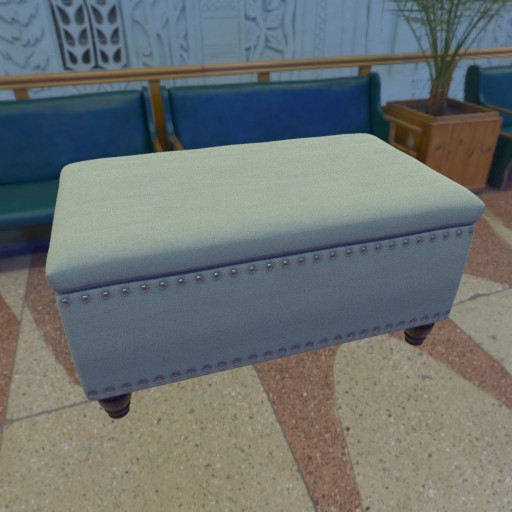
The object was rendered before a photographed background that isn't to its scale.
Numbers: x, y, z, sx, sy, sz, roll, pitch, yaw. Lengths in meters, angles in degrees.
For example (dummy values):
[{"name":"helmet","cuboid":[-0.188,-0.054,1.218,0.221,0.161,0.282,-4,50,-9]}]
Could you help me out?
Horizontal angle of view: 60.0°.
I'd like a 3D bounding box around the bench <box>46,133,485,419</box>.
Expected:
[{"name":"bench","cuboid":[0.000,0.000,1.142,0.887,0.449,0.500,-9,34,-15]}]
